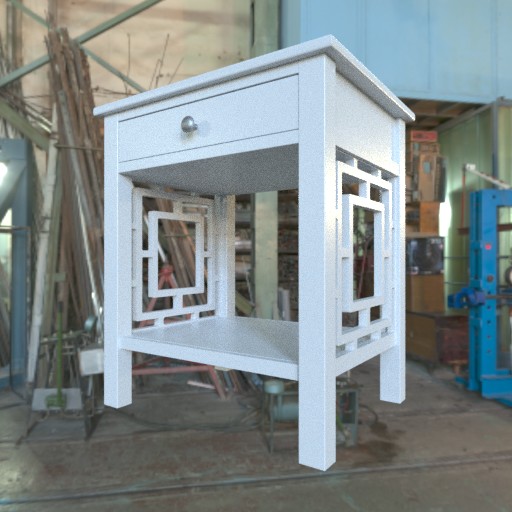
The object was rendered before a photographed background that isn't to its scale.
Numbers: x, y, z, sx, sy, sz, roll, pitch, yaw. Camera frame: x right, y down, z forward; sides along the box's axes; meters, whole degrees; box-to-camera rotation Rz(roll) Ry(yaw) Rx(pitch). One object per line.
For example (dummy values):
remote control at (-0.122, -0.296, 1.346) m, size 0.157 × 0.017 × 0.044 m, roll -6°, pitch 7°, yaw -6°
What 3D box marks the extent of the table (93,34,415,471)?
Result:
table at (0.000, 0.000, 0.978) m, size 0.564 × 0.646 × 0.451 m, roll 0°, pitch 0°, yaw 35°
